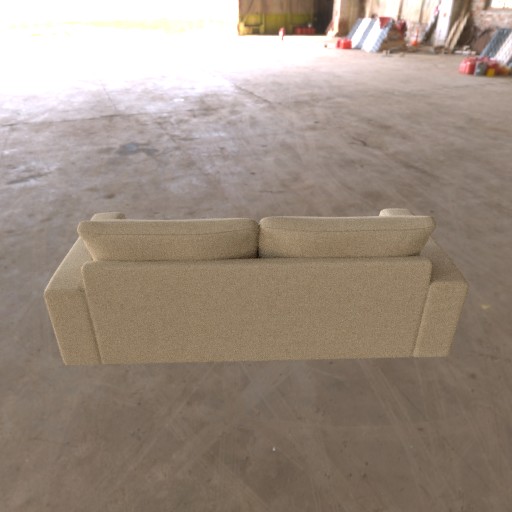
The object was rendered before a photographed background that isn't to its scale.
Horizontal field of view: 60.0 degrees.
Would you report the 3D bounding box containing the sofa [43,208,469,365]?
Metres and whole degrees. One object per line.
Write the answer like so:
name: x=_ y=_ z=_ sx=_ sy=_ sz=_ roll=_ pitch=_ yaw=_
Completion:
sofa: x=0.000 y=0.000 z=2.872 sx=2.299 sy=0.922 sz=1.040 roll=-1 pitch=31 yaw=-2
